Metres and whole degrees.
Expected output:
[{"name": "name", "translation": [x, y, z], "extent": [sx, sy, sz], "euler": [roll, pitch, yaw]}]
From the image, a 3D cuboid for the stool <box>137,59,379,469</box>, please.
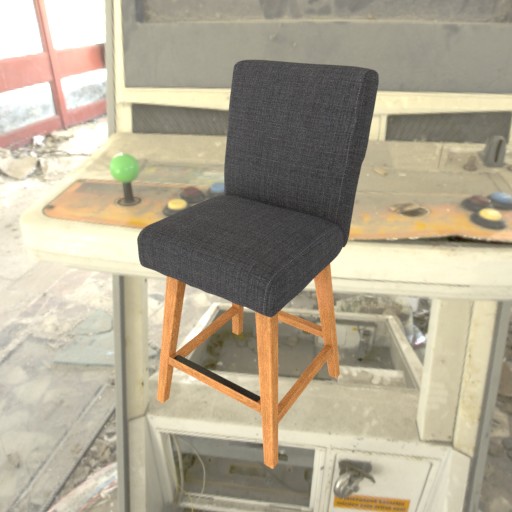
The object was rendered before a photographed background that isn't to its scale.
[{"name": "stool", "translation": [0.000, 0.000, 1.306], "extent": [0.459, 1.010, 0.526], "euler": [18, 34, 29]}]
